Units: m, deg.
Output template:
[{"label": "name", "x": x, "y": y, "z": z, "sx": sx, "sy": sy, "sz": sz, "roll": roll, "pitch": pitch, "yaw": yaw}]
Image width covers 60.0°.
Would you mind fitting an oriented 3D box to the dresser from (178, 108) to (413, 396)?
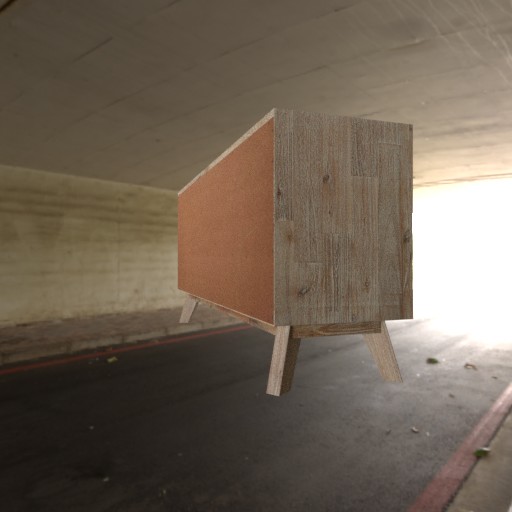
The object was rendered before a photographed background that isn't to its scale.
[{"label": "dresser", "x": 0.000, "y": 0.000, "z": 2.028, "sx": 0.455, "sy": 0.788, "sz": 1.602, "roll": 0, "pitch": -1, "yaw": -19}]
